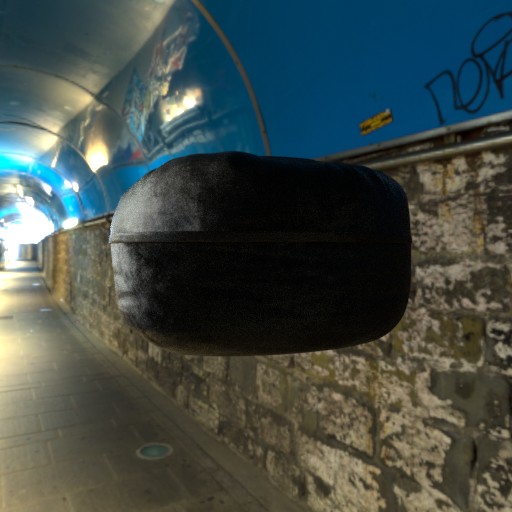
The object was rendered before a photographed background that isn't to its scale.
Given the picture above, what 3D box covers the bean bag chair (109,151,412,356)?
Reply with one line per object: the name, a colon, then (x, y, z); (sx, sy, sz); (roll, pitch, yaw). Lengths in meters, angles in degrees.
bean bag chair: (0.000, 0.000, 2.425); (1.524, 0.878, 1.524); (0, 1, -18)
